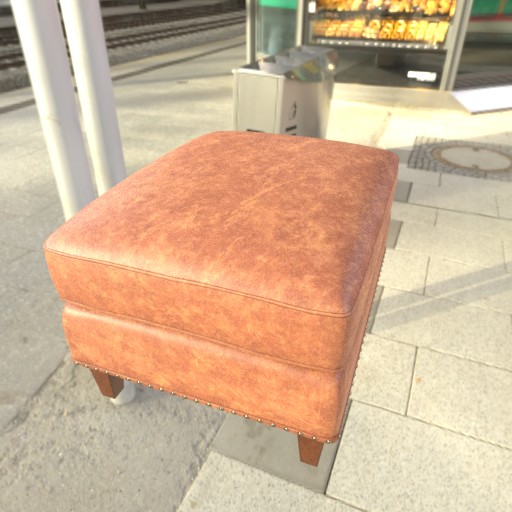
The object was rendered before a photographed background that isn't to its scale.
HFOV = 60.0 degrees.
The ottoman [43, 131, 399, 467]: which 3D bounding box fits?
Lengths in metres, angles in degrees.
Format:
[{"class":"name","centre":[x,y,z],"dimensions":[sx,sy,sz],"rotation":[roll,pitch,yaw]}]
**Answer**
[{"class":"ottoman","centre":[0.000,0.000,1.095],"dimensions":[0.586,0.486,0.742],"rotation":[11,34,17]}]
